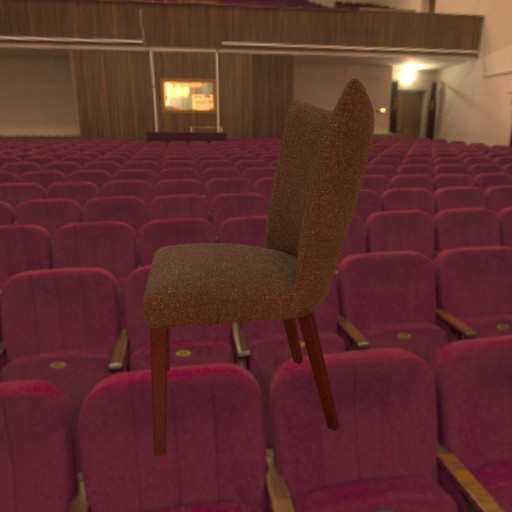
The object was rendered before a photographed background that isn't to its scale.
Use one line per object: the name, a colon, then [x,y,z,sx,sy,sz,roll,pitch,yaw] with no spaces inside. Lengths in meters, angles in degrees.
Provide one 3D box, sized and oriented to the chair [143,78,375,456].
chair: [0.000,0.000,1.303,0.623,0.924,0.535,-2,15,-9]
